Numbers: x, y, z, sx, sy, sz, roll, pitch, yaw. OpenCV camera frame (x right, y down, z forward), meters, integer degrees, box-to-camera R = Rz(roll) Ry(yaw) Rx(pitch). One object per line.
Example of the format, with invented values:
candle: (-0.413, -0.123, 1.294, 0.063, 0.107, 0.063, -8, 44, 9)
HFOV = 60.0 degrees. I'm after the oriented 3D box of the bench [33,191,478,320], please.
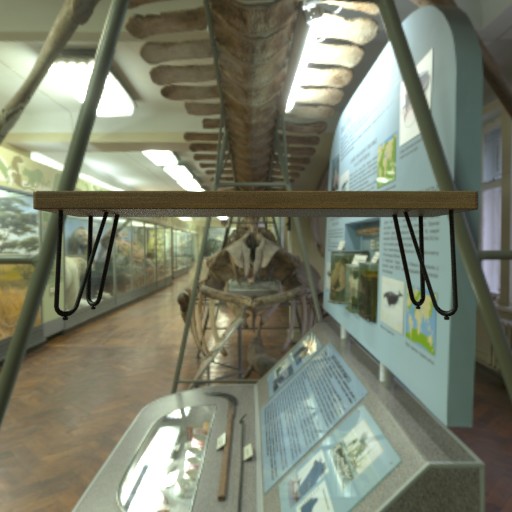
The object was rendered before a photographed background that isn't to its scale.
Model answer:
bench: (0.000, 0.000, 1.758, 1.570, 0.462, 0.425, 0, 1, 0)
